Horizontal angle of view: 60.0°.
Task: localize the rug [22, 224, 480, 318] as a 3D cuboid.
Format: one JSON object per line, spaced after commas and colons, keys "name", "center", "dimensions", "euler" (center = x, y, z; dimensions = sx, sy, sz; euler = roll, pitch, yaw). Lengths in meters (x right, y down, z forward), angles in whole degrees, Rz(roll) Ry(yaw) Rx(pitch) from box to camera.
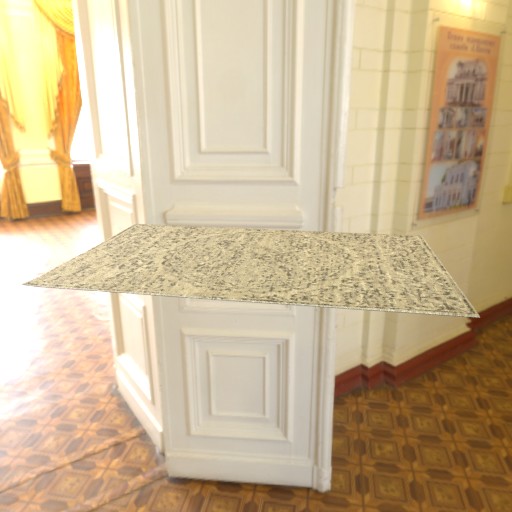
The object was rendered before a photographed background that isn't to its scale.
{"name": "rug", "center": [0.000, 0.000, 3.043], "dimensions": [2.447, 0.021, 1.527], "euler": [3, 18, 9]}
